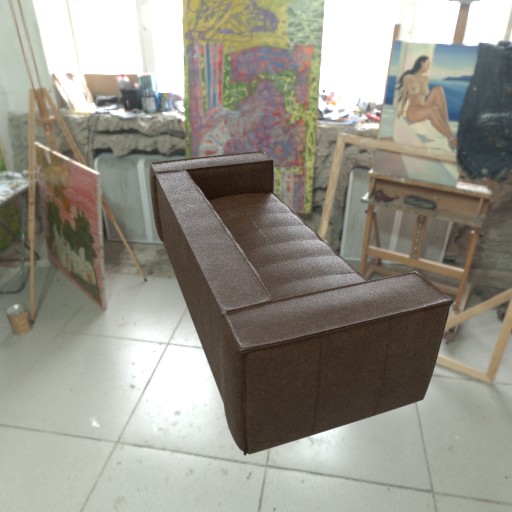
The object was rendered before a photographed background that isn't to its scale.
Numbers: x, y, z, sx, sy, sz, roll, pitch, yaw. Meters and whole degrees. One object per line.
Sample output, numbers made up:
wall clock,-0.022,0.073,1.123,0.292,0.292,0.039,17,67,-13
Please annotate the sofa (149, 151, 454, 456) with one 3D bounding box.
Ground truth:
sofa,0.000,0.000,3.081,1.102,0.701,2.581,-10,31,-17
